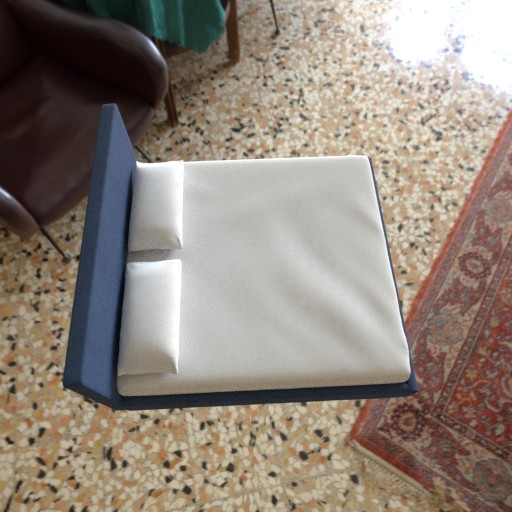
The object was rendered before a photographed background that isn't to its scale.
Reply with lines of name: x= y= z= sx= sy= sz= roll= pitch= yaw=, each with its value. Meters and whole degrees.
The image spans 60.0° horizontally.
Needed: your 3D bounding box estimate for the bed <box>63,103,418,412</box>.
bed: x=0.000 y=0.000 z=3.432 sx=2.232 sy=1.231 sz=2.096 roll=-2 pitch=64 yaw=-1
